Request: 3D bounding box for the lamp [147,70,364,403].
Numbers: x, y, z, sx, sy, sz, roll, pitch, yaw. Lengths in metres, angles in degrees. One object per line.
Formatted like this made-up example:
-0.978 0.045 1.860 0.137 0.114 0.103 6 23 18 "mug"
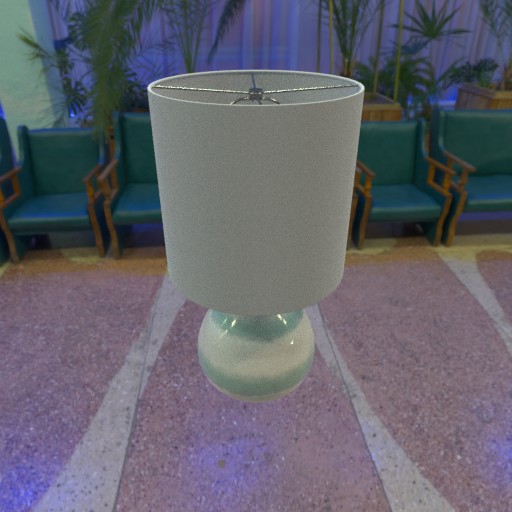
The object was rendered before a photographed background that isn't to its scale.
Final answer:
0.000 0.000 0.552 0.217 0.404 0.217 -1 30 -2 "lamp"
